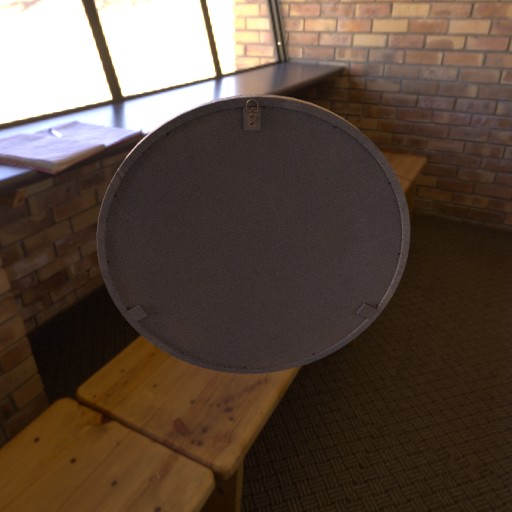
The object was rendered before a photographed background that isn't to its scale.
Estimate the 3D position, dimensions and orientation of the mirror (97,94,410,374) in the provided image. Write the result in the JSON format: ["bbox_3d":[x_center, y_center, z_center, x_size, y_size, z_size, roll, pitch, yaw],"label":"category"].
[{"bbox_3d":[0.000,0.000,1.031,0.710,0.710,0.038,-2,29,-3],"label":"mirror"}]
